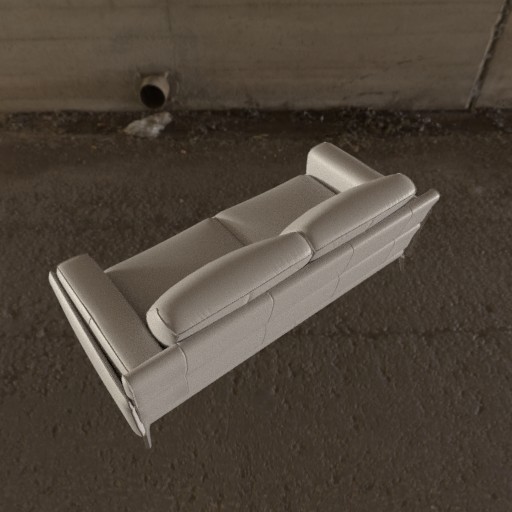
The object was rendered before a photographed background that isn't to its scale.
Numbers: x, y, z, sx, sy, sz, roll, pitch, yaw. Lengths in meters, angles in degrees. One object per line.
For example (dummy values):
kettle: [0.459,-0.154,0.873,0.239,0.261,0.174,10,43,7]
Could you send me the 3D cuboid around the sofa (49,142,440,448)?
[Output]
sofa: [0.000,0.000,2.607,2.101,0.930,1.049,-29,53,-25]
